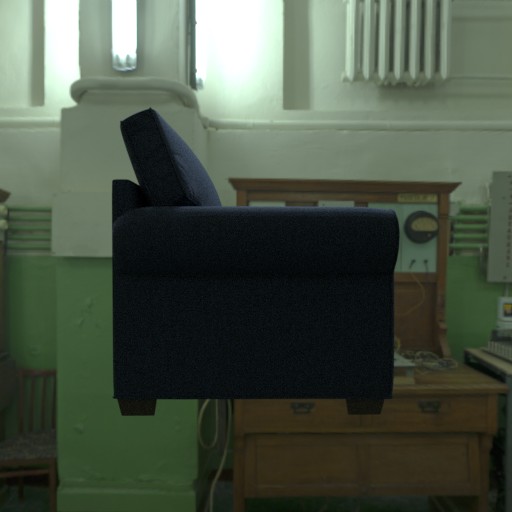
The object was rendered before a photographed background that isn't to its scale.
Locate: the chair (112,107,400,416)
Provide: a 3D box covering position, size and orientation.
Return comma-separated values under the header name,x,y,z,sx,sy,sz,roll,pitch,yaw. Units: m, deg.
name,x,y,z,sx,sy,sz,roll,pitch,yaw
chair,0.000,0.000,2.004,0.963,1.044,1.285,0,1,-1
